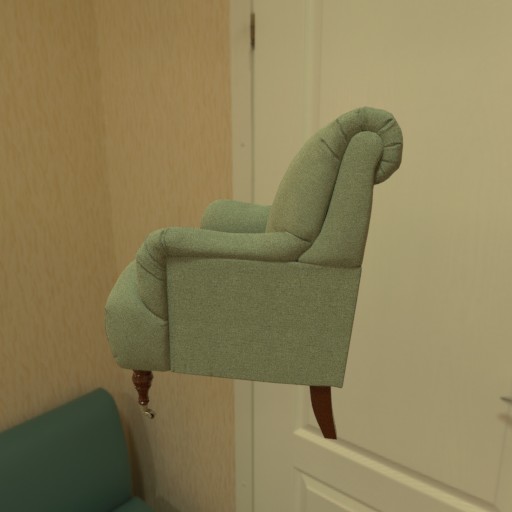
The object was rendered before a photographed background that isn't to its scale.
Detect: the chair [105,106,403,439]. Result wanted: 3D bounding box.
[{"bbox_3d":[0.000,0.000,1.951,1.060,1.178,0.964,2,14,9],"label":"chair"}]
